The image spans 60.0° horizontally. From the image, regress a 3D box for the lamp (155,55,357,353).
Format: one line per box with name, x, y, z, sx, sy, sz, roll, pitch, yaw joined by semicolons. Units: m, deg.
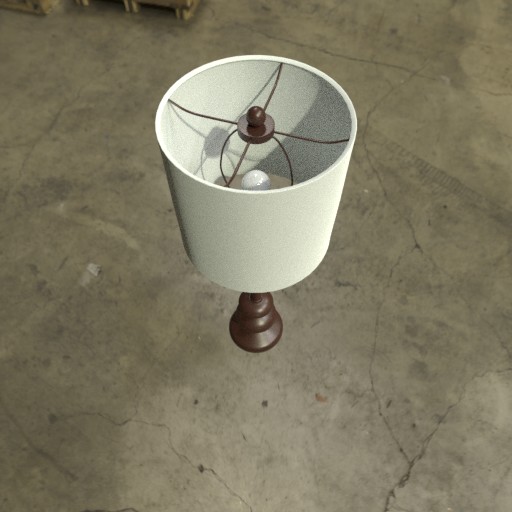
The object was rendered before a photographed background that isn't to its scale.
lamp;0.000;0.000;0.841;0.254;0.690;0.254;15;59;9
